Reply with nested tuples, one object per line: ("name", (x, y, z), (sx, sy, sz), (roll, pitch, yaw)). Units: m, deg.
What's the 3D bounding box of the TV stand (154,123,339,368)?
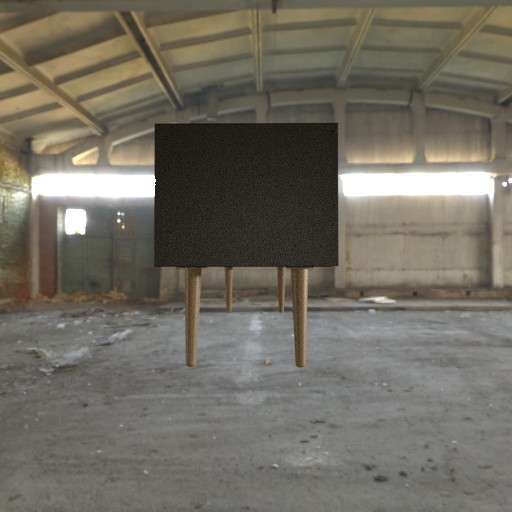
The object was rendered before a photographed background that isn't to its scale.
("TV stand", (0.000, 0.000, 1.549), (0.390, 0.518, 1.312), (0, -1, 1))
